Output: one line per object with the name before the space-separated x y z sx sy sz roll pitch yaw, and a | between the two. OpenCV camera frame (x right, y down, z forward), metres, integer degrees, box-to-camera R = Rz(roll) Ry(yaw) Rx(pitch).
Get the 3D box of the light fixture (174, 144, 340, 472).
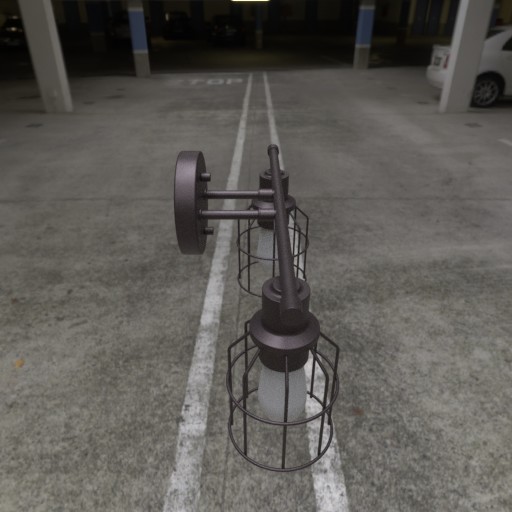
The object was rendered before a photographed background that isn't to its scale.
light fixture | 0.000 0.000 0.536 0.165 0.254 0.406 0 31 0
